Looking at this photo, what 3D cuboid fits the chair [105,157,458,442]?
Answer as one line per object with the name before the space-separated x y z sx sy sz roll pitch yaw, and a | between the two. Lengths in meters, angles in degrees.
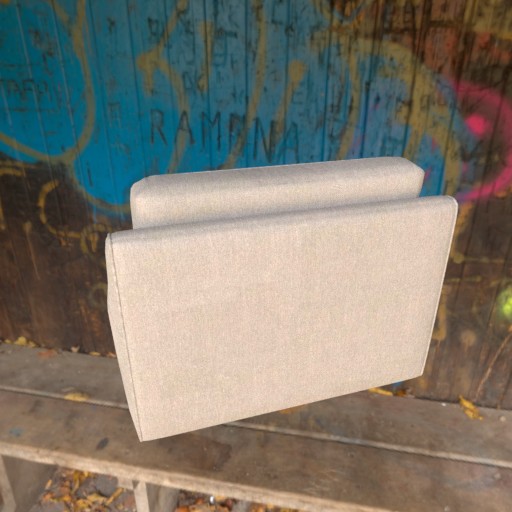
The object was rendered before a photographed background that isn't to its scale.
chair | 0.000 0.000 1.989 1.270 0.974 1.043 -8 27 -15
